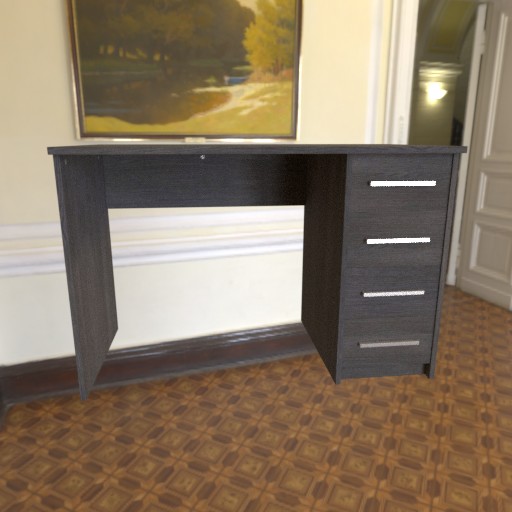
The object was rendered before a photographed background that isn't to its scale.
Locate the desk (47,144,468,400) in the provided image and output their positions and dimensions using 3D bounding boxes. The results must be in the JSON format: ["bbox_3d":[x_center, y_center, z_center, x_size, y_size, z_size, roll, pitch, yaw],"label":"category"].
[{"bbox_3d":[0.000,0.000,1.505,1.096,0.730,0.560,-2,15,-6],"label":"desk"}]
